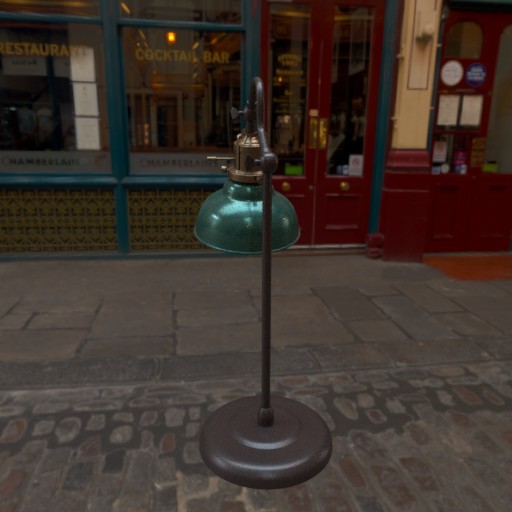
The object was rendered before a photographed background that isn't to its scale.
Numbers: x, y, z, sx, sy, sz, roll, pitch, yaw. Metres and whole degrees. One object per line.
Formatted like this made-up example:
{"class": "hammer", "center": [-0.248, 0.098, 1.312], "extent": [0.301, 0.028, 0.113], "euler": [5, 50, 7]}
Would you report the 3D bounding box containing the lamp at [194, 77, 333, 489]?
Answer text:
{"class": "lamp", "center": [0.000, 0.000, 0.672], "extent": [0.192, 0.508, 0.374], "euler": [-2, 13, -9]}
